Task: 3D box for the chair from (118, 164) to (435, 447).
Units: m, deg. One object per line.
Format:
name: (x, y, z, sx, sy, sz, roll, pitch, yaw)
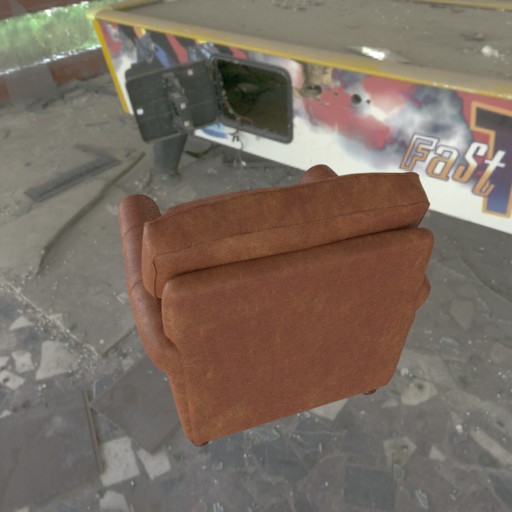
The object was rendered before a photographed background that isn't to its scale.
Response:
chair: (0.000, 0.000, 1.737, 0.983, 0.962, 0.986, -12, 41, -14)
